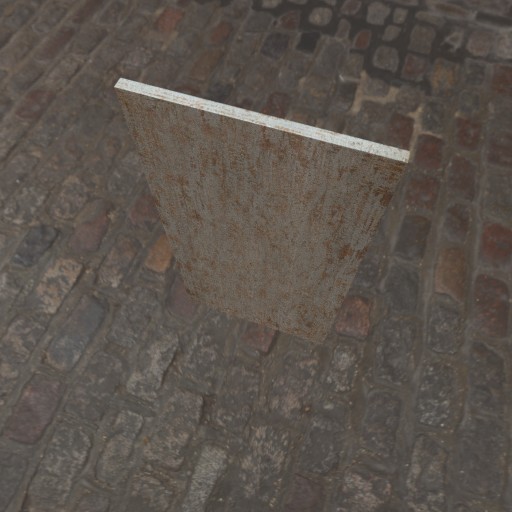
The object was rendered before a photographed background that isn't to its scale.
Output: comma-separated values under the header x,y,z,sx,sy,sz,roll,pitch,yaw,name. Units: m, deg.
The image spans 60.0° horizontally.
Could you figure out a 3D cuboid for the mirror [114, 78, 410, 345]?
x,y,z,sx,sy,sz,roll,pitch,yaw,name
0.000,0.000,1.088,0.472,0.922,0.027,17,64,9,mirror
